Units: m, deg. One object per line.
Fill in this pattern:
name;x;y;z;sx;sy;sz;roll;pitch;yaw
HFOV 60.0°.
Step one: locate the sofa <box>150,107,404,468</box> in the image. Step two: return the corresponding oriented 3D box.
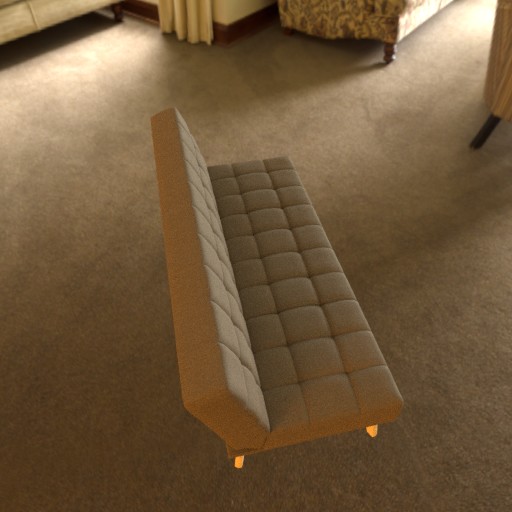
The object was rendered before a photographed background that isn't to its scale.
sofa;0.000;0.000;2.292;0.860;0.810;1.800;-9;48;-8
